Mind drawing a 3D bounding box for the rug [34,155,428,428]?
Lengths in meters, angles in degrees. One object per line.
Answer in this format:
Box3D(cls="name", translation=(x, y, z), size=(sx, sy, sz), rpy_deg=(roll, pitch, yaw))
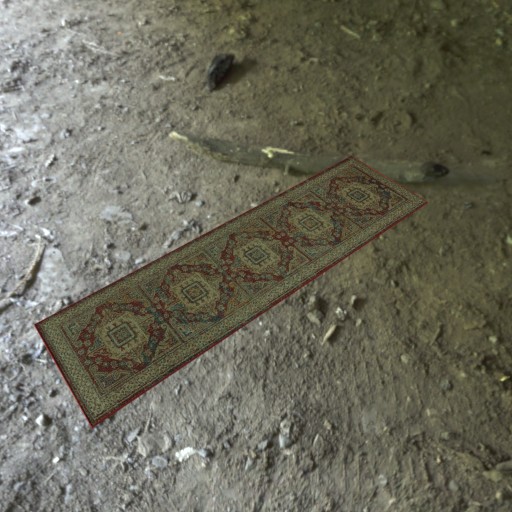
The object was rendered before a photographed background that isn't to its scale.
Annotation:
Box3D(cls="rug", translation=(0.000, 0.000, 2.507), size=(2.292, 0.015, 0.659), rpy_deg=(-31, 54, -25))
